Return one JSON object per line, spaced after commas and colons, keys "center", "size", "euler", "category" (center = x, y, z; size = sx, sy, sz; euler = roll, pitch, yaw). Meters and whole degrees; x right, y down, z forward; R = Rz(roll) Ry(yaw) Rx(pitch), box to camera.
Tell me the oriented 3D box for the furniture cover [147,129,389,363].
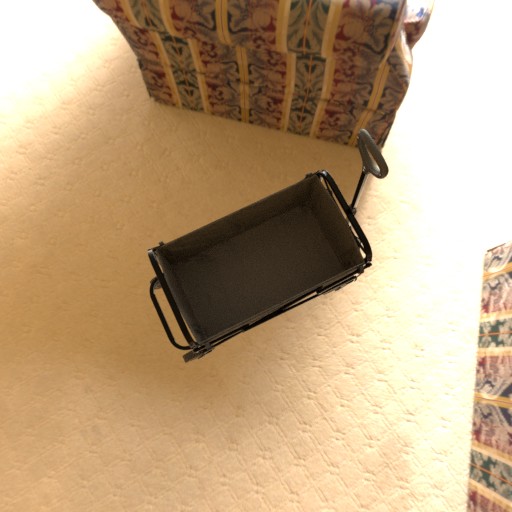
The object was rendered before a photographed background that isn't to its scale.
{"center": [0.000, 0.000, 1.837], "size": [1.038, 1.295, 0.532], "euler": [-26, 78, -6], "category": "furniture cover"}
